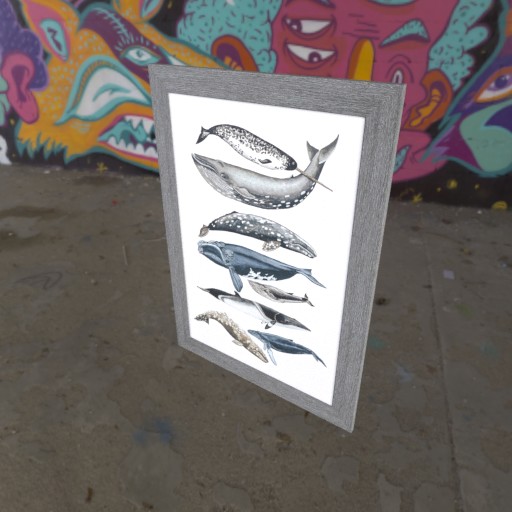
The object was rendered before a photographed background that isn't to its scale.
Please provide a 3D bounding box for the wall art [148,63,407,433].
[{"bbox_3d":[0.000,0.000,1.388,0.768,1.070,0.020,18,34,30],"label":"wall art"}]
